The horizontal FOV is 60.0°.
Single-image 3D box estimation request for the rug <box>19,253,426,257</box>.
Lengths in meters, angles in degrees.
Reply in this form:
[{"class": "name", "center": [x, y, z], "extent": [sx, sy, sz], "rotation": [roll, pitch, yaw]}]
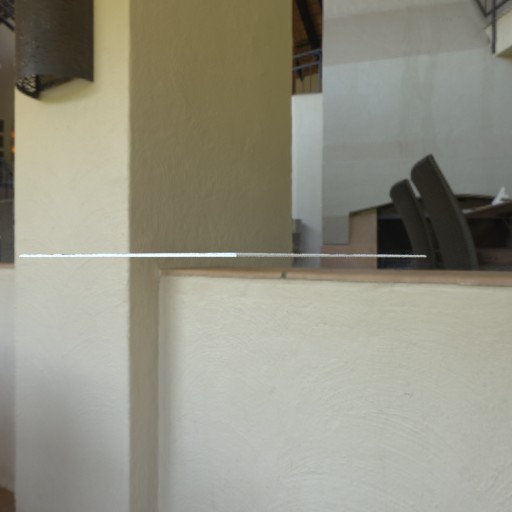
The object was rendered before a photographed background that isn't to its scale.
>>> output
[{"class": "rug", "center": [0.000, 0.000, 2.862], "extent": [1.514, 0.014, 2.275], "rotation": [0, 0, 36]}]
